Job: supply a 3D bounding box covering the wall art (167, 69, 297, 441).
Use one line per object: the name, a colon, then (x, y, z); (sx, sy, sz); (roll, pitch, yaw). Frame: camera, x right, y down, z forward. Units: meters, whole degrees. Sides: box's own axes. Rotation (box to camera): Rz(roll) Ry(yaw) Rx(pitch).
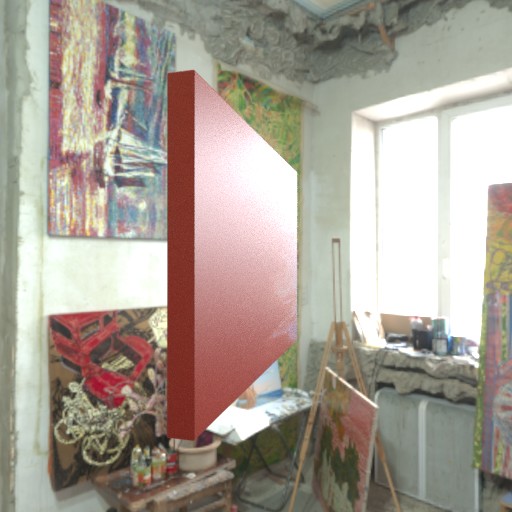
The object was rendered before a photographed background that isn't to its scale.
wall art: (0.000, 0.000, 0.779); (0.033, 0.405, 0.607); (0, 0, 16)
